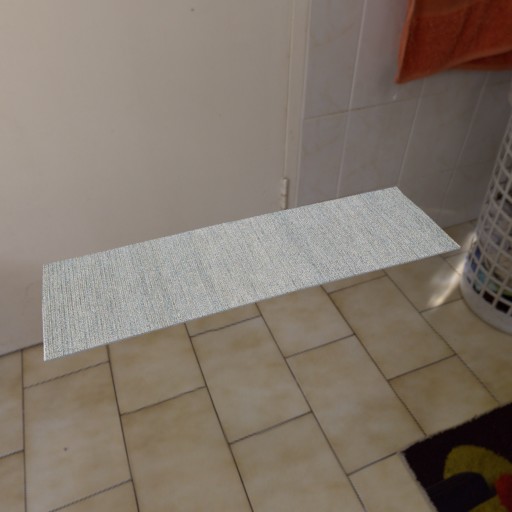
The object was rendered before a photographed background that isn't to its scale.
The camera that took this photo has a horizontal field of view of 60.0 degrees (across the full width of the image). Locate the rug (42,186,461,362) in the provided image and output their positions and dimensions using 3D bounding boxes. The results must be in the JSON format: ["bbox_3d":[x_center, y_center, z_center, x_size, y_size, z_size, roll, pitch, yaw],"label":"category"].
[{"bbox_3d":[0.000,0.000,2.570,2.341,0.037,0.675,-14,45,-14],"label":"rug"}]
